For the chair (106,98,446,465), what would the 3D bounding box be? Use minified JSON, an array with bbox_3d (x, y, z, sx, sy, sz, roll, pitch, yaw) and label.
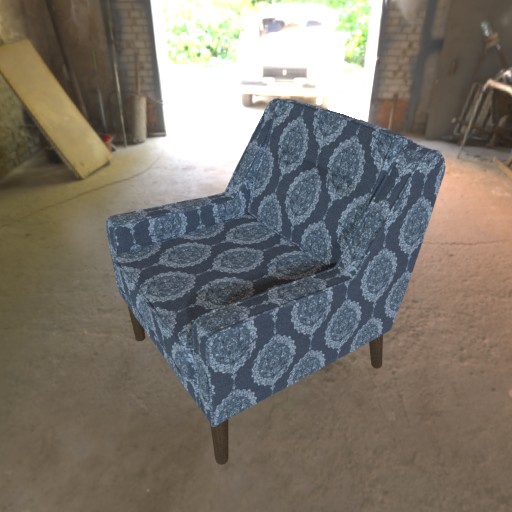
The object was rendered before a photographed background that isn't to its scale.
[{"bbox_3d":[0.000,0.000,1.355,0.743,0.792,0.663,-20,38,-28],"label":"chair"}]
